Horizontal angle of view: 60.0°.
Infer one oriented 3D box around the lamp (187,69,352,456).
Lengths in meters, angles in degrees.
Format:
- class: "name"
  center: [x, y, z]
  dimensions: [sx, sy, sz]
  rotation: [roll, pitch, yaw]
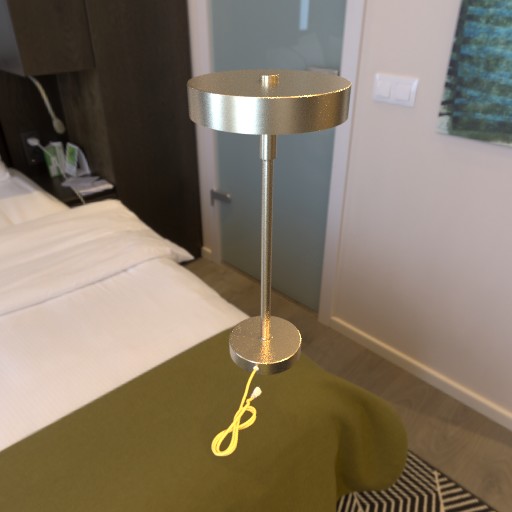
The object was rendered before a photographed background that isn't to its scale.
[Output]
- class: "lamp"
  center: [0.000, 0.000, 0.689]
  dimensions: [0.229, 0.508, 0.369]
  rotation: [8, 31, 13]
